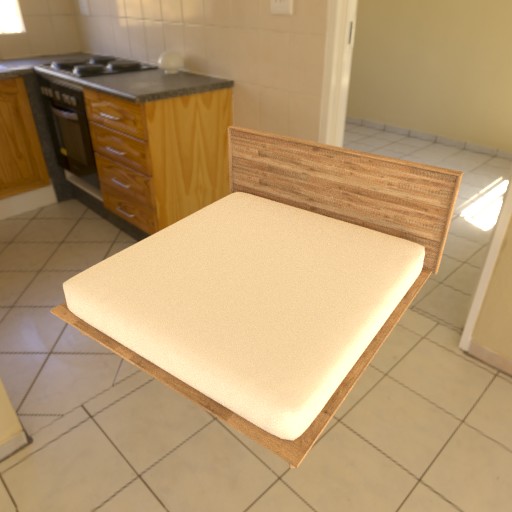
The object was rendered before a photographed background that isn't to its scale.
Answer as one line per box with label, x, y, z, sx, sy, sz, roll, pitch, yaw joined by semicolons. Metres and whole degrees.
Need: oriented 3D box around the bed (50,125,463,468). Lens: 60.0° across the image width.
bed;0.000;0.000;3.245;2.116;1.100;2.167;21;37;30
